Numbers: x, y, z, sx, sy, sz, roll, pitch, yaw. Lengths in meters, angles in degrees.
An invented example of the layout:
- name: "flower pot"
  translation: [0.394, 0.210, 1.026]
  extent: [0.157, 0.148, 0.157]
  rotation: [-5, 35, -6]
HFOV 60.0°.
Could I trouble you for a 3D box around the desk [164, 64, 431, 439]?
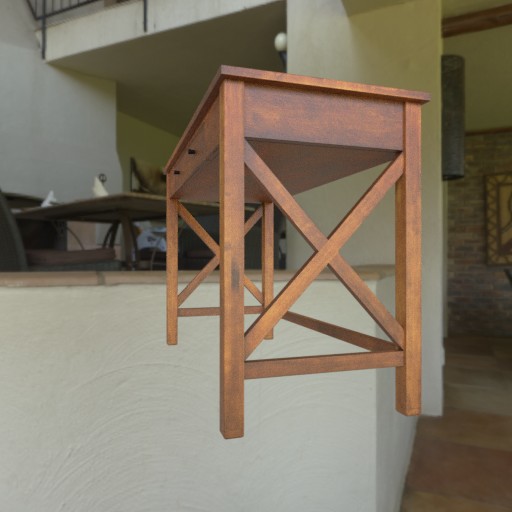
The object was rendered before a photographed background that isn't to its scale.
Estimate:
- name: "desk"
  translation: [0.000, 0.000, 1.495]
  extent: [0.508, 0.762, 1.117]
  rotation: [0, 0, -18]
